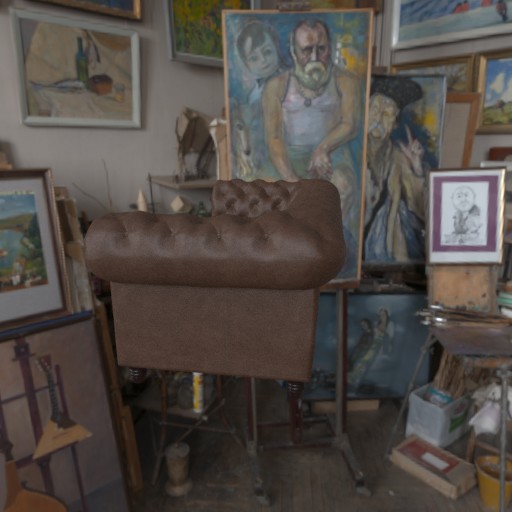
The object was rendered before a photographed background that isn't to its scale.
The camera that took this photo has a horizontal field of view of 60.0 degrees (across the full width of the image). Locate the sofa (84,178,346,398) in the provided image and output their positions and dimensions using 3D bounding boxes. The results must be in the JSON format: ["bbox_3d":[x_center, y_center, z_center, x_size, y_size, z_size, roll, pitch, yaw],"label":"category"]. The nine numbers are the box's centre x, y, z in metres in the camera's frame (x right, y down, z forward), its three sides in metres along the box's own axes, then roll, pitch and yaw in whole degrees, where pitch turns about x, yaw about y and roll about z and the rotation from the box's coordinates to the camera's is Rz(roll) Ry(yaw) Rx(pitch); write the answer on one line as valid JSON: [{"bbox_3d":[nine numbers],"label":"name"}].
[{"bbox_3d":[0.000,0.000,2.552,0.955,0.784,2.048,2,14,9],"label":"sofa"}]
